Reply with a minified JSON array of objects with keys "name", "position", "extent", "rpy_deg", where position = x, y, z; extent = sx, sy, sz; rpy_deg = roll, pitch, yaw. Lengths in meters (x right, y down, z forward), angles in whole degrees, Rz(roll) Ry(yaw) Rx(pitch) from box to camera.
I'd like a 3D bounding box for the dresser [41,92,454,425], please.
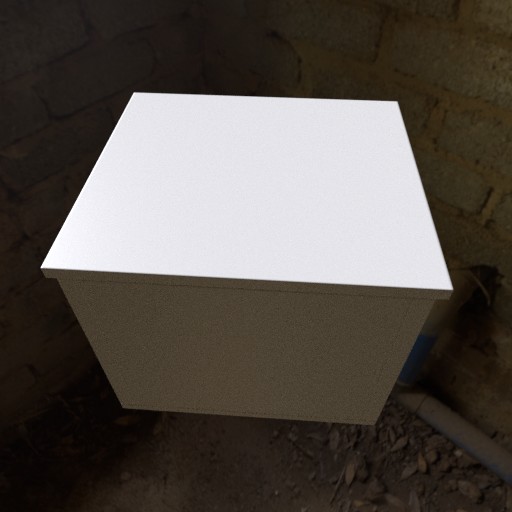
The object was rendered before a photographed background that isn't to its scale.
[{"name":"dresser","position":[0.000,0.000,0.726],"extent":[0.430,0.360,0.400],"rpy_deg":[3,47,3]}]
